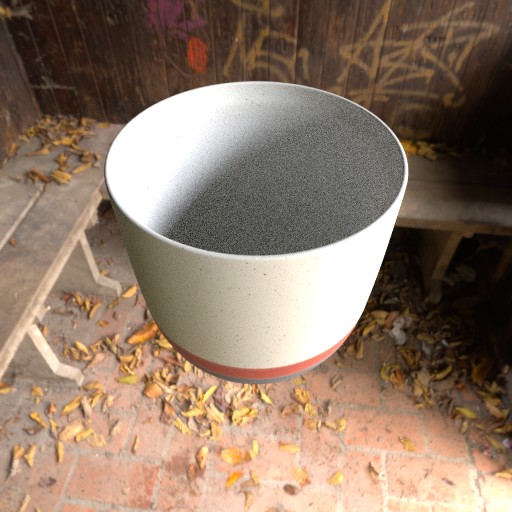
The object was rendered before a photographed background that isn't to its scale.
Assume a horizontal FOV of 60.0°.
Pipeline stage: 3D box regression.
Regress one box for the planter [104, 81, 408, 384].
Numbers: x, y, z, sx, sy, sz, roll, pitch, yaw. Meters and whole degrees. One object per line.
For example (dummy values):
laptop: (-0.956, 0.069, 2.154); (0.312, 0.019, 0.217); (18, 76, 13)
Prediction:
planter: (0.000, 0.000, 0.382); (0.204, 0.214, 0.204); (0, 47, 0)
